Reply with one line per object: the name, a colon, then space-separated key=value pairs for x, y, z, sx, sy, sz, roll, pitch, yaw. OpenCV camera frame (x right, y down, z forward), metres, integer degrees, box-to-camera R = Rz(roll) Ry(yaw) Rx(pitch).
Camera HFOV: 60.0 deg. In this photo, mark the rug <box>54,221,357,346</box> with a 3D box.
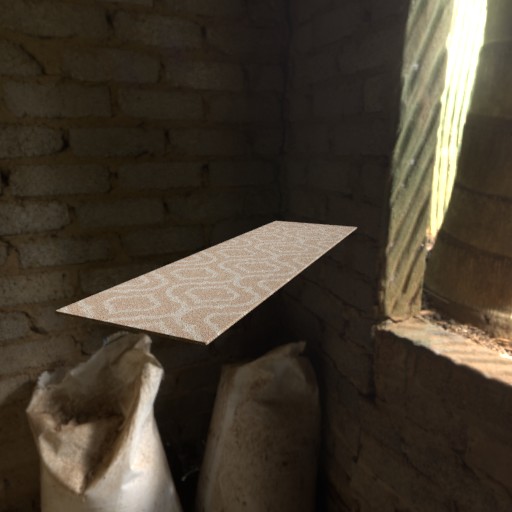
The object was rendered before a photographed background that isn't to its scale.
rug: x=0.000 y=0.000 z=2.603 sx=0.691 sy=0.013 sz=2.289 roll=6 pitch=16 yaw=24
